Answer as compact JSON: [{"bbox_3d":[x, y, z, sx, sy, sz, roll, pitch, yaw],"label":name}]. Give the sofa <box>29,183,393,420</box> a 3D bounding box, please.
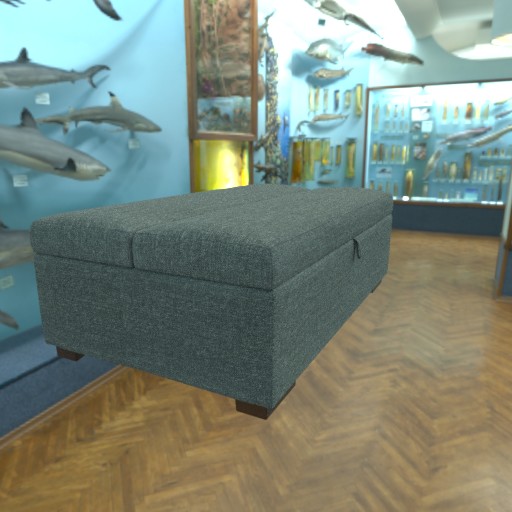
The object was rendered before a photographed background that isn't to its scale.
[{"bbox_3d":[0.000,0.000,1.578,0.782,0.417,1.198,7,15,27],"label":"sofa"}]
